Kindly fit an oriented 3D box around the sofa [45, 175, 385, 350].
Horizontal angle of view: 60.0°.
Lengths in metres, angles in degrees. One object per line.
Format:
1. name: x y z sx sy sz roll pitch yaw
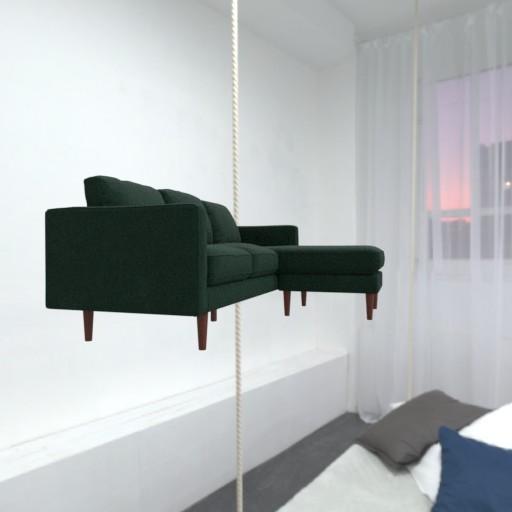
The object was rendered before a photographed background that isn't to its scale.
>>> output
1. sofa: 0.000 0.000 2.943 1.580 0.899 2.030 0 1 18
